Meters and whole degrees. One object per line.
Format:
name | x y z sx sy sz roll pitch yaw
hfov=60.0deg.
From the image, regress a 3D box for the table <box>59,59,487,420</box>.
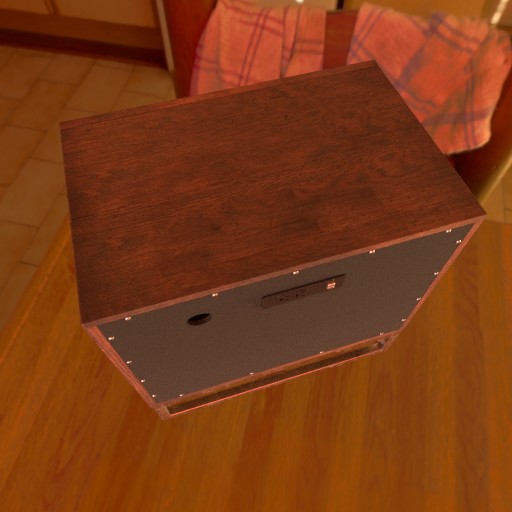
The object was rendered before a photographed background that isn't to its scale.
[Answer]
table | 0.000 0.000 1.236 0.767 0.746 0.542 -15 59 -9
